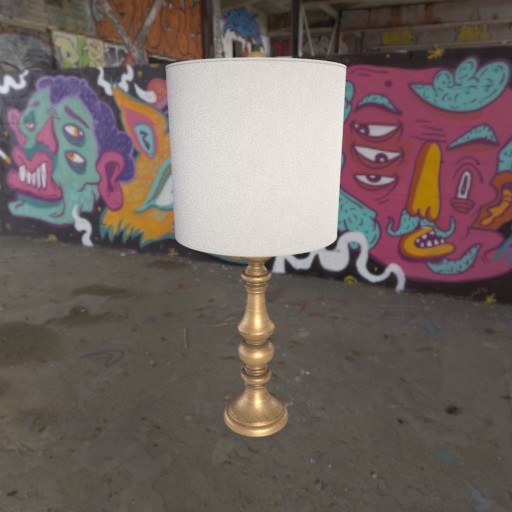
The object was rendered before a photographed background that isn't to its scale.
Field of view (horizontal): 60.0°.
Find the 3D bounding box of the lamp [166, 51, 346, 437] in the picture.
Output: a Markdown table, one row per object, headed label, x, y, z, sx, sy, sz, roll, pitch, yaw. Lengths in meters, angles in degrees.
| label | x | y | z | sx | sy | sz | roll | pitch | yaw |
| --- | --- | --- | --- | --- | --- | --- | --- | --- | --- |
| lamp | 0.000 | 0.000 | 0.706 | 0.250 | 0.597 | 0.250 | 16 | 23 | 41 |
